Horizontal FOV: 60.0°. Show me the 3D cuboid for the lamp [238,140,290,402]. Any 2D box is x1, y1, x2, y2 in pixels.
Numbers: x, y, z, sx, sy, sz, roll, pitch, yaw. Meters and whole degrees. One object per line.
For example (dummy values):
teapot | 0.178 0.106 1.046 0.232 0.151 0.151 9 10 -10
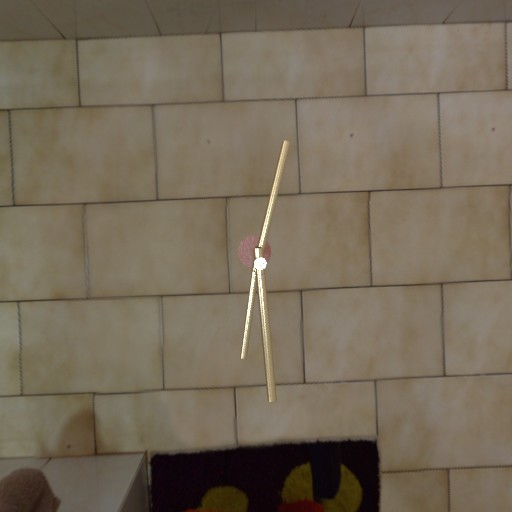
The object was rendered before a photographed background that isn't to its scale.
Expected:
lamp | 0.000 0.000 1.926 0.209 1.704 0.737 0 91 -1
